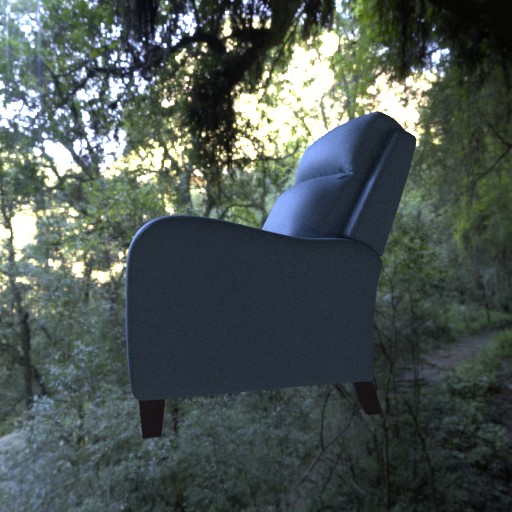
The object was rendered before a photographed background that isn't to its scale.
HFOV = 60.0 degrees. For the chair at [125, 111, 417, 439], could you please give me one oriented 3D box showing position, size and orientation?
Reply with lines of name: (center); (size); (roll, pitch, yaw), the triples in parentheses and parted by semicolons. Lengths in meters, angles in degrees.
chair: (0.000, 0.000, 1.749); (0.988, 1.067, 0.785); (0, 0, -16)
